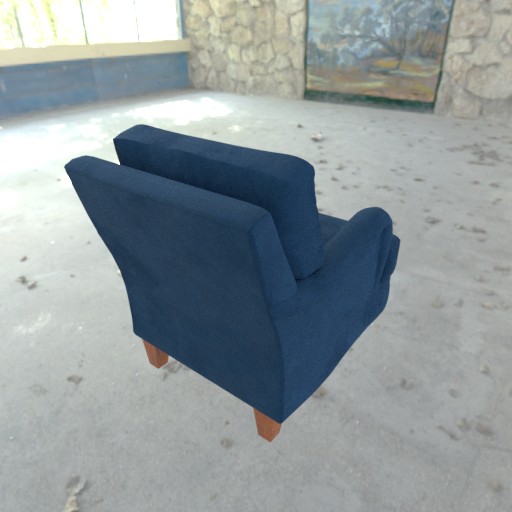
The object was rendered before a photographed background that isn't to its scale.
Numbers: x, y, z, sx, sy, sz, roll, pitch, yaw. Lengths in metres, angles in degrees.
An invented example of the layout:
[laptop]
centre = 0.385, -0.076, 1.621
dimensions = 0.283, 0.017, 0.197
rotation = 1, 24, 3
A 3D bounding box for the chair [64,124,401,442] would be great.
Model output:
[chair]
centre = 0.000, 0.000, 1.859
dimensions = 0.895, 1.076, 1.078
rotation = 21, 35, 33
